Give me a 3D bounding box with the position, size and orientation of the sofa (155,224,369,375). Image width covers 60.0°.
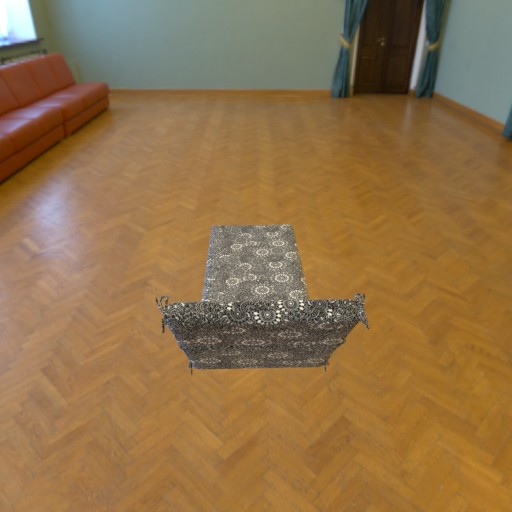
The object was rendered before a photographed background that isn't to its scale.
[{"bbox_3d":[0.000,0.000,1.986,0.582,0.622,1.663,-1,30,-1],"label":"sofa"}]
